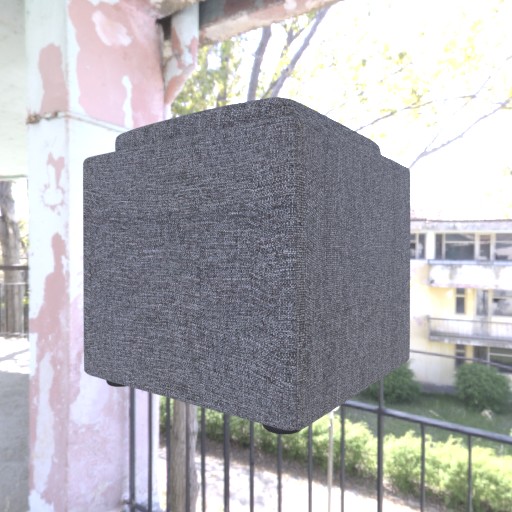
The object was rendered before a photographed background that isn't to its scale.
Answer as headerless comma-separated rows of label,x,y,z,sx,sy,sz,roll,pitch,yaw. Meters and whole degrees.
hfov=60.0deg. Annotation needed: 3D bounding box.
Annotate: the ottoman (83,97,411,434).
ottoman,0.000,0.000,0.836,0.450,0.460,0.450,1,1,36
